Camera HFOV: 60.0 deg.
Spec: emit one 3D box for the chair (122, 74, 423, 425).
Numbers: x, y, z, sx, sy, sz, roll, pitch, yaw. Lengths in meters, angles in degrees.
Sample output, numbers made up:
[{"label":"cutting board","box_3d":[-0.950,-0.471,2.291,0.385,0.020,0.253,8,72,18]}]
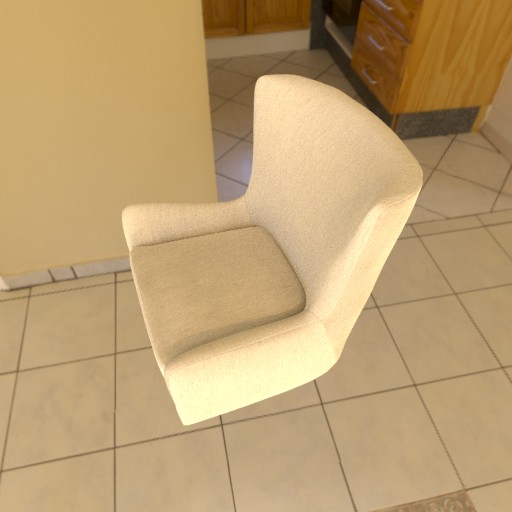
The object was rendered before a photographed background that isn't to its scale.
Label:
[{"label":"chair","box_3d":[0.000,0.000,1.663,0.904,1.000,0.779,-16,50,-14]}]
